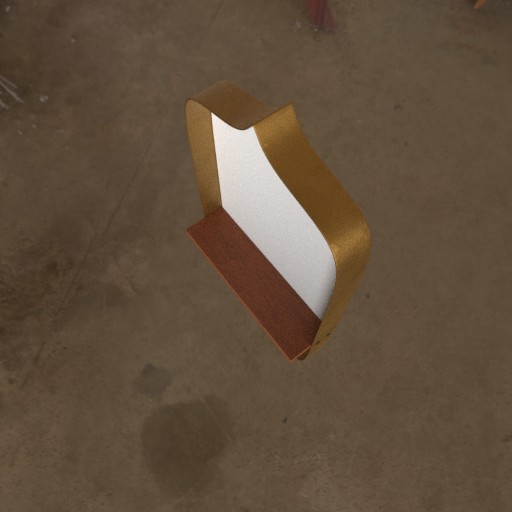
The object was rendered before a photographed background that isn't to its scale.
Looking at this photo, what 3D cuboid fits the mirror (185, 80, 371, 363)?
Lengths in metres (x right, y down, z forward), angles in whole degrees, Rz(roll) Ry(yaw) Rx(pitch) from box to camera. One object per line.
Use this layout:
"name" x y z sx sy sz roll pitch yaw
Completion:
"mirror" 0.000 0.000 0.730 0.096 0.613 0.323 -34 68 -16
